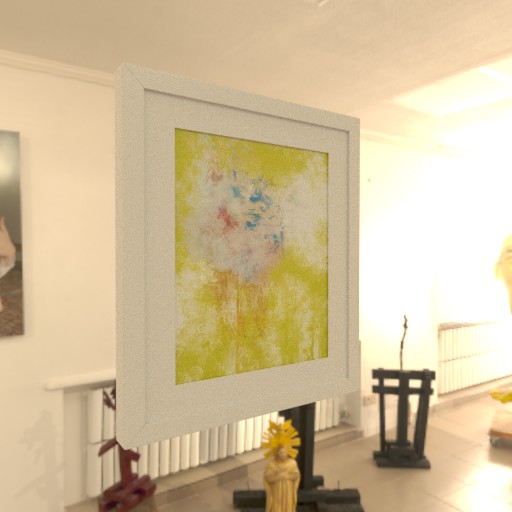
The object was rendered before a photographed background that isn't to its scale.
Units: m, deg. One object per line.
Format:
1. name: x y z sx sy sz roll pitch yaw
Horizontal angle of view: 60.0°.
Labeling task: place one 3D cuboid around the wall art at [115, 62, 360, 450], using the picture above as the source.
1. wall art: 0.000 0.000 0.537 0.331 0.381 0.028 -1 1 -34
